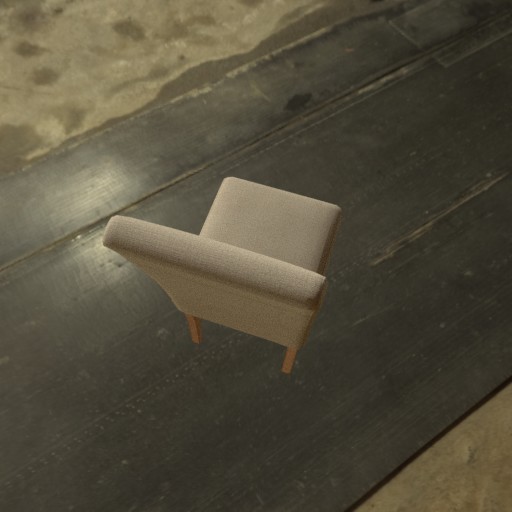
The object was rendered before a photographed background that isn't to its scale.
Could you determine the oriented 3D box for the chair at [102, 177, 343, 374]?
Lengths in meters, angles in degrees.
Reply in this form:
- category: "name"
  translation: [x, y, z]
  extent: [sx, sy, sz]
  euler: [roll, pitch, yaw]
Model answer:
- category: "chair"
  translation: [0.000, 0.000, 1.381]
  extent: [0.450, 1.033, 0.611]
  euler: [17, 65, 8]
